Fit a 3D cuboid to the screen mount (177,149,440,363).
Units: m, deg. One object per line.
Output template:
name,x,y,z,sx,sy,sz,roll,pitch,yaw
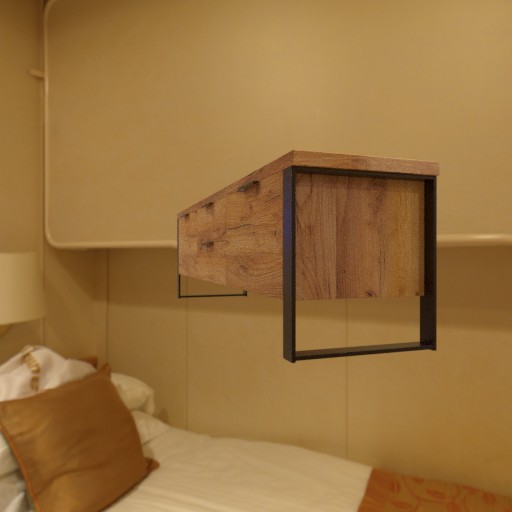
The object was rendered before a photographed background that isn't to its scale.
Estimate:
screen mount,0.000,0.000,1.708,0.395,0.450,1.524,0,0,-19
